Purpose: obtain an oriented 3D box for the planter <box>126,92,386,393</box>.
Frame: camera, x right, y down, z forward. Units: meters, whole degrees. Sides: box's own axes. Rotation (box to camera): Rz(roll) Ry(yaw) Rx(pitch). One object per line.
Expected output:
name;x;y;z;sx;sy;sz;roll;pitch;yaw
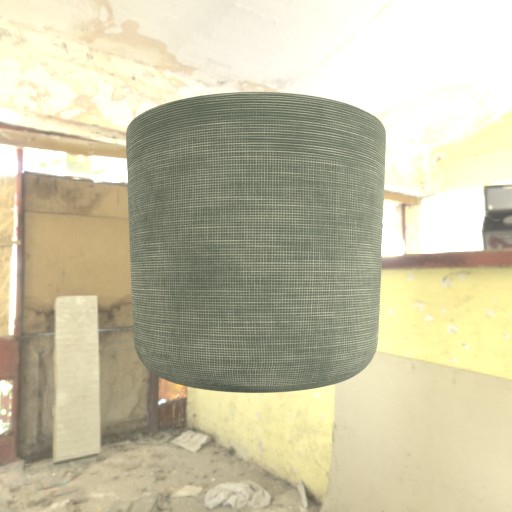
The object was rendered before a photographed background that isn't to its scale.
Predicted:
planter;0.000;0.000;0.772;0.440;0.398;0.440;0;-3;0
